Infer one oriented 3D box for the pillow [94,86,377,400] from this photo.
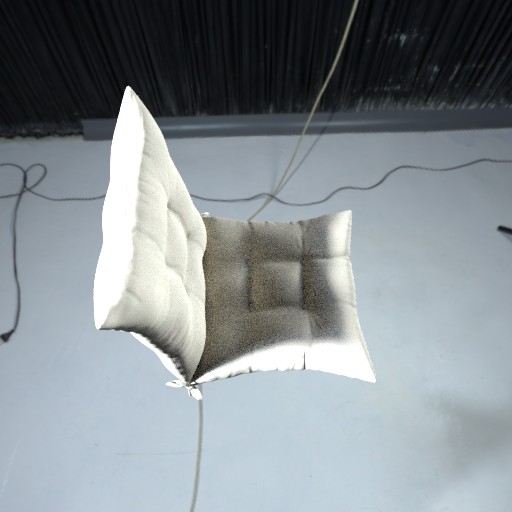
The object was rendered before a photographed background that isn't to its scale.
[{"bbox_3d":[0.000,0.000,1.008,0.585,0.536,0.541,-2,63,-1],"label":"pillow"}]
